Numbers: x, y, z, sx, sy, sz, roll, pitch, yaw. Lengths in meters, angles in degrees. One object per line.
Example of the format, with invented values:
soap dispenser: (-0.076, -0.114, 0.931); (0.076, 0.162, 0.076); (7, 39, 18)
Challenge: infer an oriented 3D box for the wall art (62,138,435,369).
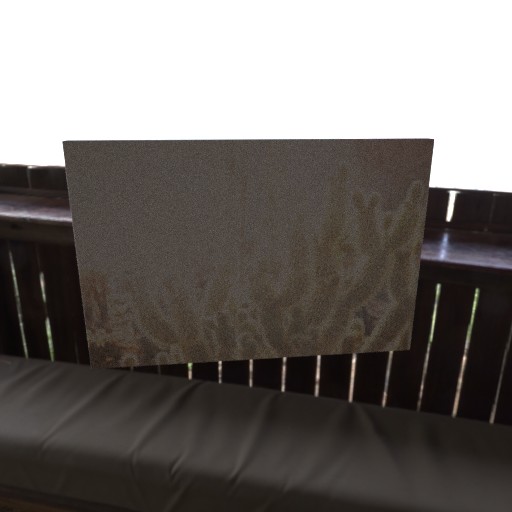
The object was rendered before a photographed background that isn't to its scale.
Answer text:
wall art: (0.000, 0.000, 1.193); (0.916, 0.608, 0.040); (-2, 18, -6)
